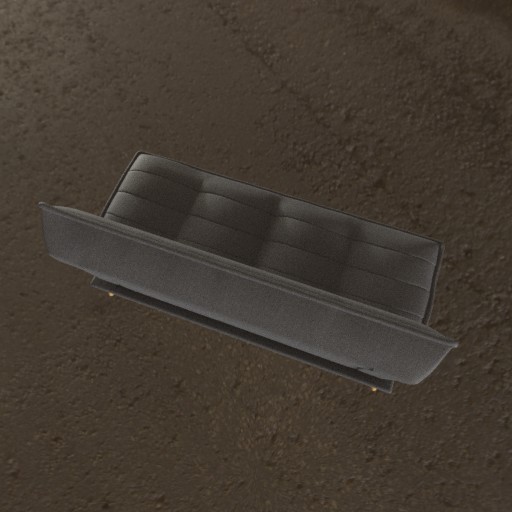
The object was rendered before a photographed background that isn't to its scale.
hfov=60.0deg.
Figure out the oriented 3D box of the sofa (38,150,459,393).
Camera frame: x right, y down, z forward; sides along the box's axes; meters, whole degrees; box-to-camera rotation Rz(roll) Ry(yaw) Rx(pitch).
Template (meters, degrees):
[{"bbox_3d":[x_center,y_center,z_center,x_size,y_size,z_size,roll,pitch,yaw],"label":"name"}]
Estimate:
[{"bbox_3d":[0.000,0.000,2.418,1.940,0.890,0.950,18,65,9],"label":"sofa"}]
